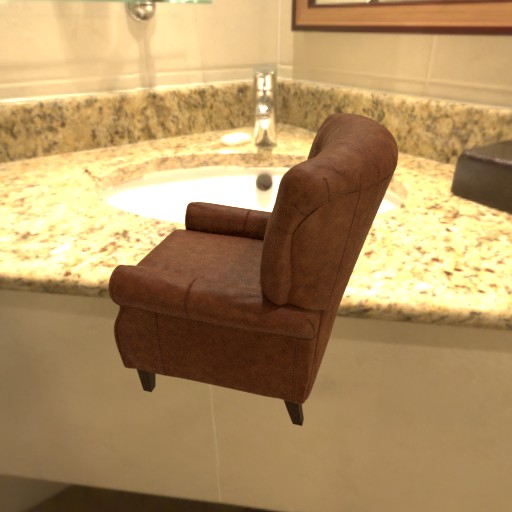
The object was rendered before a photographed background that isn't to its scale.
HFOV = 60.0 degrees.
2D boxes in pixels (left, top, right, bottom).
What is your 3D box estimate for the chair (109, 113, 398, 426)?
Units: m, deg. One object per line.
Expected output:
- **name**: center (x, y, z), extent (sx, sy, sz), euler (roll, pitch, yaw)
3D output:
- **chair**: center (0.000, 0.000, 1.940), extent (1.059, 1.164, 0.951), euler (8, 29, 14)
